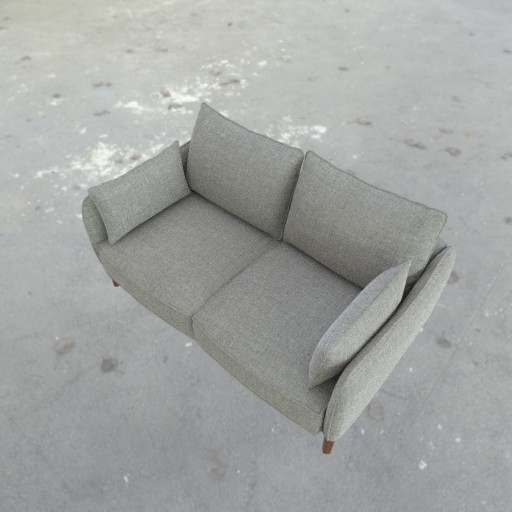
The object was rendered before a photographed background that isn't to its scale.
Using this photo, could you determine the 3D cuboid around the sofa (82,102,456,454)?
[{"bbox_3d":[0.000,0.000,2.152,1.580,0.851,0.972,31,54,26],"label":"sofa"}]
